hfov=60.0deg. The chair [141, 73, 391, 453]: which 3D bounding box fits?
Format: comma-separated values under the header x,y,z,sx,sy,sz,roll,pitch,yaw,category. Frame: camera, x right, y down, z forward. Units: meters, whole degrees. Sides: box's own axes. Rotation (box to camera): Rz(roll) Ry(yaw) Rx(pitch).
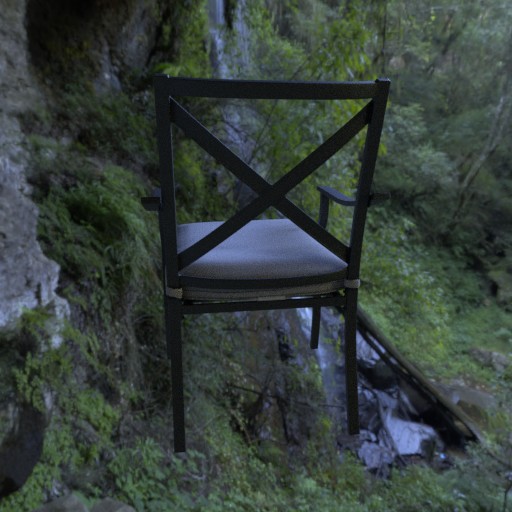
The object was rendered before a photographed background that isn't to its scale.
x,y,z,sx,sy,sz,roll,pitch,yaw,category
0.000,0.000,1.265,0.575,0.889,0.620,-2,15,-9,chair
